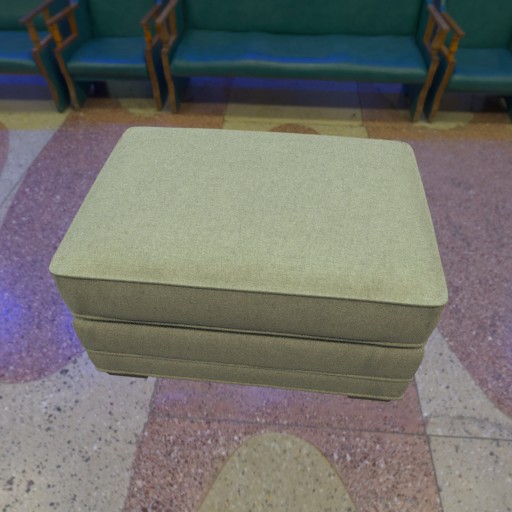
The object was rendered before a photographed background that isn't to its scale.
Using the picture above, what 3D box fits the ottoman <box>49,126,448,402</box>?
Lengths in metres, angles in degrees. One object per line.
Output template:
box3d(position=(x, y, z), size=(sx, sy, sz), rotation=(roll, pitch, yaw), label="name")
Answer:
box3d(position=(0.000, 0.000, 1.233), size=(0.848, 0.508, 0.611), rotation=(4, 47, 4), label="ottoman")
